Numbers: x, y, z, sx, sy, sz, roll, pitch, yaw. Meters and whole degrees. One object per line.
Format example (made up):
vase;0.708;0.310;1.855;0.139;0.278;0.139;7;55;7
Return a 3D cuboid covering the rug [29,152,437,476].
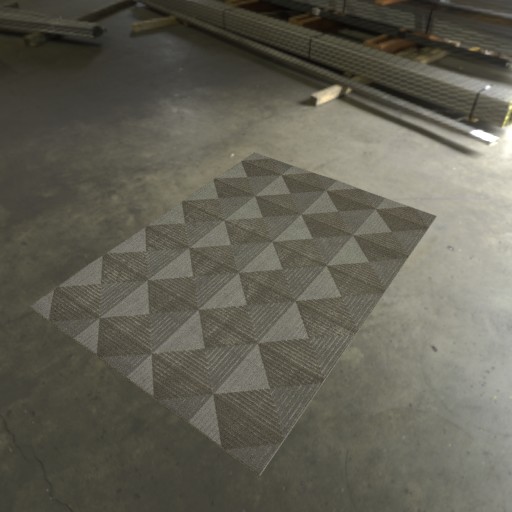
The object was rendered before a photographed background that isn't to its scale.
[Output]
rug;0.000;0.000;4.296;2.428;0.027;3.333;25;48;26
